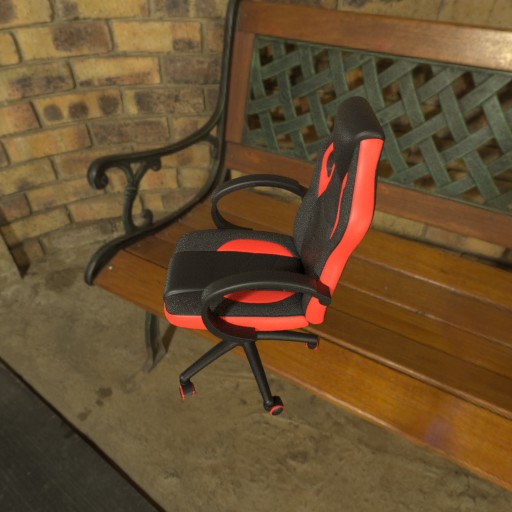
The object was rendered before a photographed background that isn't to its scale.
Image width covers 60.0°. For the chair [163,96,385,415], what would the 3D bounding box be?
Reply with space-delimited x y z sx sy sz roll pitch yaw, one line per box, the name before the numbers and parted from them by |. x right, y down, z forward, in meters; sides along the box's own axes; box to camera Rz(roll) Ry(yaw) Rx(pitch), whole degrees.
chair | 0.000 0.000 1.468 0.642 1.016 0.600 -1 42 -1
